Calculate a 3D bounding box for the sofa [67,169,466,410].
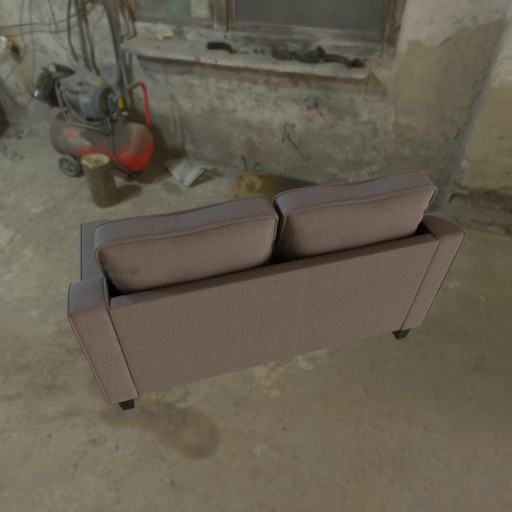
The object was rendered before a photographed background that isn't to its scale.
[{"bbox_3d":[0.000,0.000,2.028,1.500,0.948,0.791,-11,42,-12],"label":"sofa"}]
